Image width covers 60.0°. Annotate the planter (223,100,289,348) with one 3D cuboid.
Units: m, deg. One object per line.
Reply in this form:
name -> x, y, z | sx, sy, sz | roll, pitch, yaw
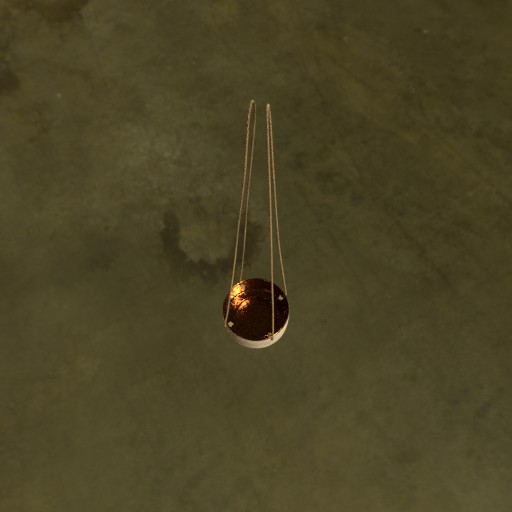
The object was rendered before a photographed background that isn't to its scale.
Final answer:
planter -> 0.000, 0.000, 1.122 | 0.223, 1.030, 0.223 | 15, 64, 7
